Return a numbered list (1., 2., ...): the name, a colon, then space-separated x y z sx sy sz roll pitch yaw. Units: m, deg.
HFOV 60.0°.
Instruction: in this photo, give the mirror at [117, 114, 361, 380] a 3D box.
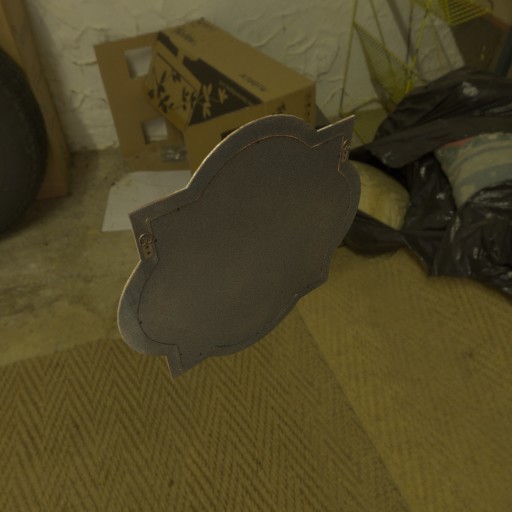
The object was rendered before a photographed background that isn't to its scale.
1. mirror: 0.000 0.000 1.053 0.686 0.686 0.019 -29 52 -26
